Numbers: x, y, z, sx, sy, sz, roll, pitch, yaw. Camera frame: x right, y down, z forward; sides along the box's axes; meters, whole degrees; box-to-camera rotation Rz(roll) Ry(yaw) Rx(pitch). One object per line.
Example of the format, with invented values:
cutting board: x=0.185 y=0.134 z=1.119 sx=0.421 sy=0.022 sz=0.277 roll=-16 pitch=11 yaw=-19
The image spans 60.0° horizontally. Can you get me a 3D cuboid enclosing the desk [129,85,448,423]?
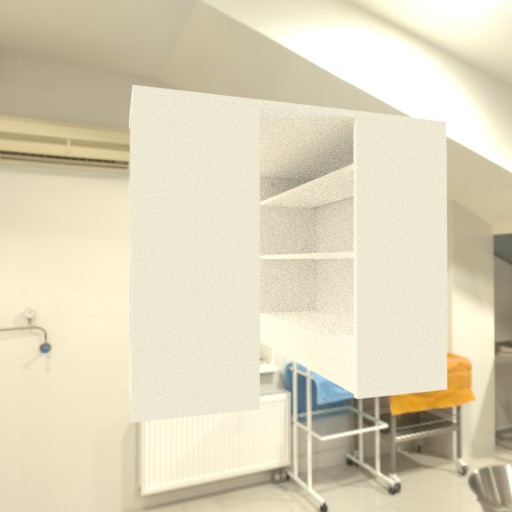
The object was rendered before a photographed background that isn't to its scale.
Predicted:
desk: x=0.000 y=0.000 z=1.660 sx=0.926 sy=0.818 sz=0.940 roll=0 pitch=-1 yaw=-17
